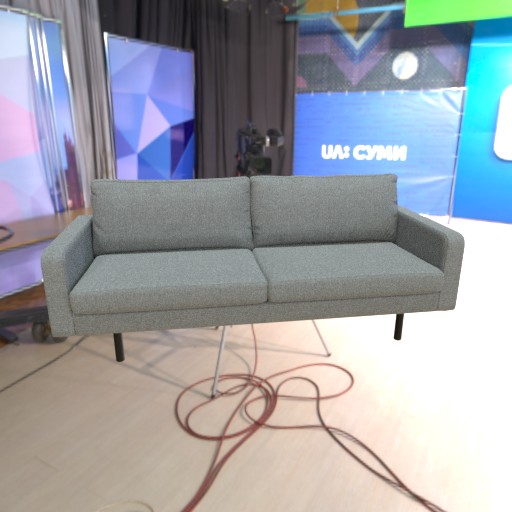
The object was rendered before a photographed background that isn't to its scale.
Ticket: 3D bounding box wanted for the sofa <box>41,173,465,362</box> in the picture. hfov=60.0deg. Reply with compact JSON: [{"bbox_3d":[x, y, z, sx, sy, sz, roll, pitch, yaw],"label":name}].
[{"bbox_3d":[0.000,0.000,2.678,2.200,0.880,0.880,-3,19,-8],"label":"sofa"}]
